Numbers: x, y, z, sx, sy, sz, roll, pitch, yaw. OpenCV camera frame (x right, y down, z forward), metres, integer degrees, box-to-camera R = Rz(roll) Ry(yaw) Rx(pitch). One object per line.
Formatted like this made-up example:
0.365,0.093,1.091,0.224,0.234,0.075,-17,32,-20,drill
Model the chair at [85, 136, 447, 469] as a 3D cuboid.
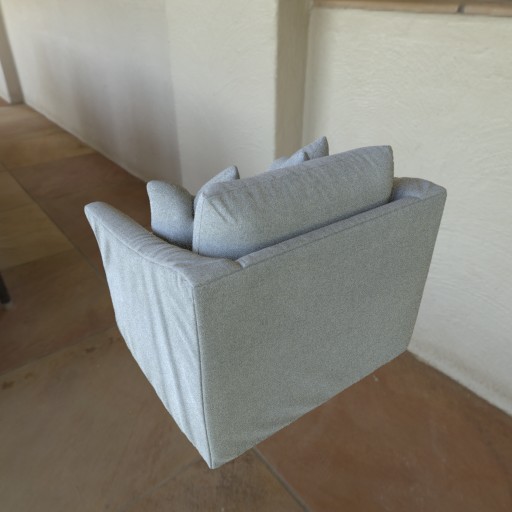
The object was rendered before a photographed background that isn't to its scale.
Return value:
0.000,0.000,2.044,1.194,1.059,1.071,-20,37,-29,chair
